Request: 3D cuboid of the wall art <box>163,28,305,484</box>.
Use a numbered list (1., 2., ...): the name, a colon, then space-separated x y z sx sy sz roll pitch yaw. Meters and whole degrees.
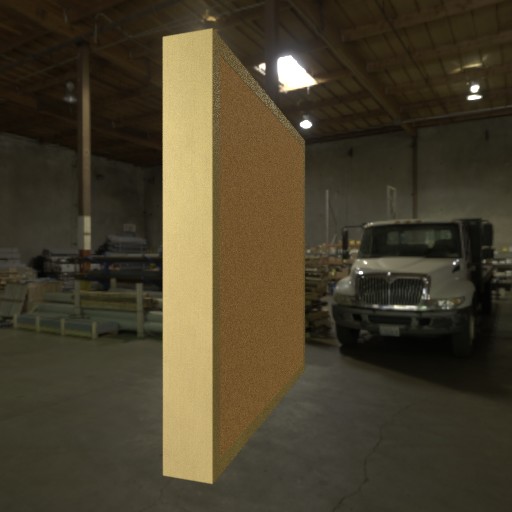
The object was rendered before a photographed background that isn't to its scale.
1. wall art: 0.000 0.000 0.447 0.038 0.305 0.305 0 0 18
